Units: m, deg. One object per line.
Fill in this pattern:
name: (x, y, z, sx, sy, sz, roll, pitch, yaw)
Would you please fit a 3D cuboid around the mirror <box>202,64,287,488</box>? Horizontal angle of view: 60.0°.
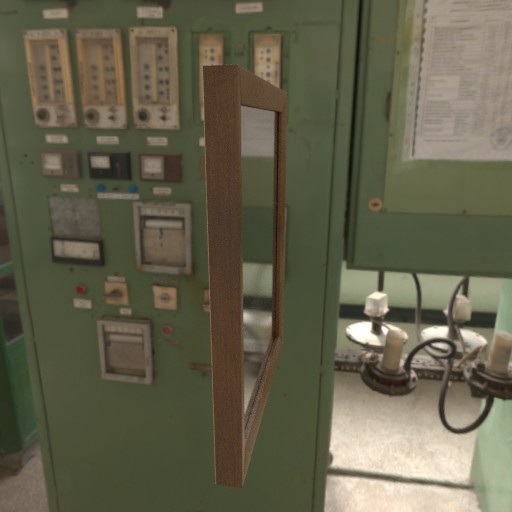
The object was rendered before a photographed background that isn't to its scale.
mirror: (0.000, 0.000, 0.696, 0.041, 0.508, 0.405, 3, 17, 10)
